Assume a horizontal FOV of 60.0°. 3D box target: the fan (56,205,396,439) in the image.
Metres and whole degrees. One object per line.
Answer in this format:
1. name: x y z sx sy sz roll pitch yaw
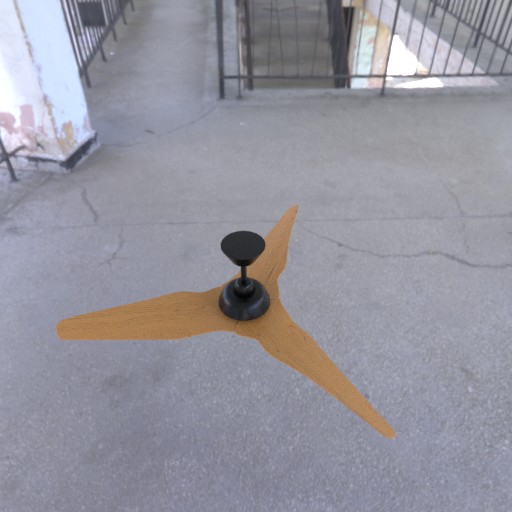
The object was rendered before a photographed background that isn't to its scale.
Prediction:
1. fan: 0.000 0.000 1.645 1.142 0.355 1.010 12 43 14
